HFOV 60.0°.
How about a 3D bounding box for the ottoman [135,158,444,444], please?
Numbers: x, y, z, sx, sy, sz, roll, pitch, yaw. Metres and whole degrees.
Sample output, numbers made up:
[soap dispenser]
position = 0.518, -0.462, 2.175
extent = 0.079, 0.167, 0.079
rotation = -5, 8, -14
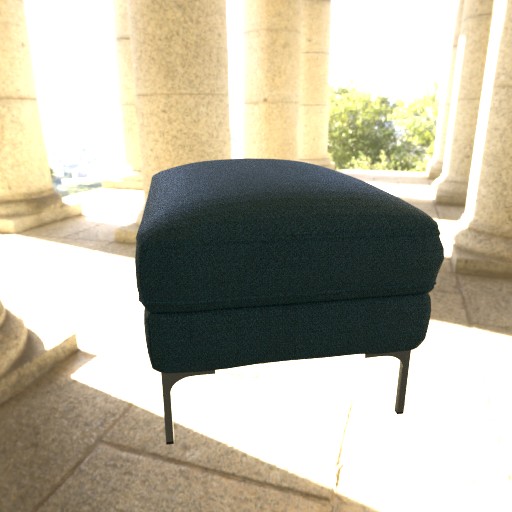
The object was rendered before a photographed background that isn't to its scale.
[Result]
[ottoman]
position = 0.000, 0.000, 1.193
extent = 0.563, 0.498, 0.856
rotation = -3, 18, -10
